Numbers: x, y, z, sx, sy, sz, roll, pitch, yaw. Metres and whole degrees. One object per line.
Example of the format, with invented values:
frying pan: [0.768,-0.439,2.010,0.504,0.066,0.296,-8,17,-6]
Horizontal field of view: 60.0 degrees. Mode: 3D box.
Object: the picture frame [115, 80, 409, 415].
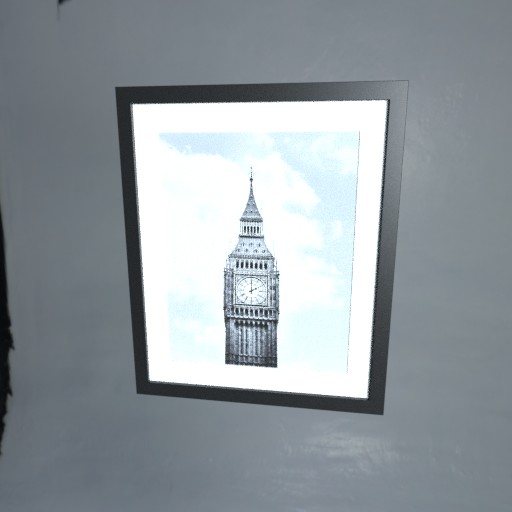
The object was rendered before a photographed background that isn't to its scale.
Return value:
picture frame: [0.000,0.000,0.766,0.460,0.556,0.028,2,14,9]
